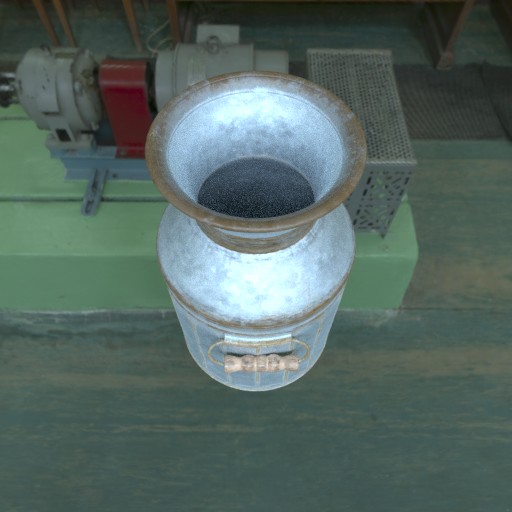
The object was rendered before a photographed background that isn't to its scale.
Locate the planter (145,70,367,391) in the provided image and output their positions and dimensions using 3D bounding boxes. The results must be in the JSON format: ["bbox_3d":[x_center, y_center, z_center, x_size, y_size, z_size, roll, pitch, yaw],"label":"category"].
[{"bbox_3d":[0.000,0.000,0.506,0.215,0.358,0.248,-1,59,-1],"label":"planter"}]
